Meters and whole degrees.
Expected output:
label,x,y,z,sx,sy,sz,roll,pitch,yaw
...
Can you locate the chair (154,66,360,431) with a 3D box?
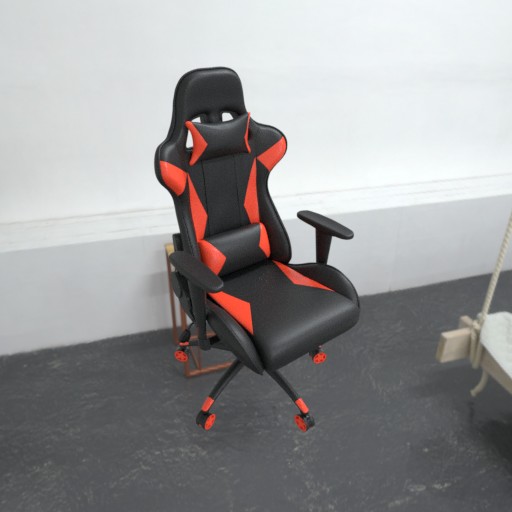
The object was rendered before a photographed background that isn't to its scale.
label,x,y,z,sx,sy,sz,roll,pitch,yaw
chair,0.000,0.000,1.687,0.695,1.282,0.730,-20,35,-32
